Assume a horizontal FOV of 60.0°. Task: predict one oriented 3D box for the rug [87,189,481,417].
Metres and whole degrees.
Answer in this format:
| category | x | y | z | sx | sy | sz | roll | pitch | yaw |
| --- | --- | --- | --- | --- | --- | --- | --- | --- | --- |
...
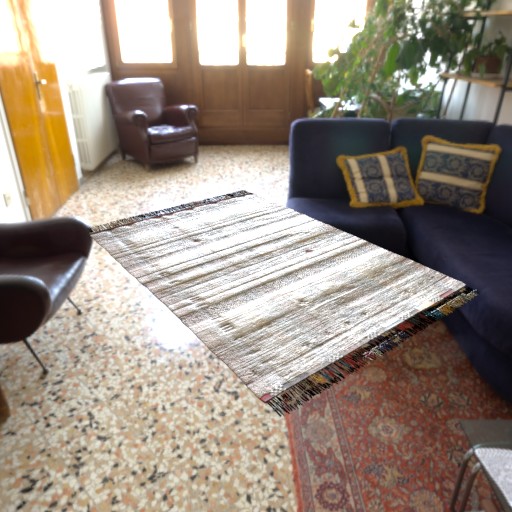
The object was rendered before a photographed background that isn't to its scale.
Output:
| category | x | y | z | sx | sy | sz | roll | pitch | yaw |
| --- | --- | --- | --- | --- | --- | --- | --- | --- | --- |
| rug | 0.000 | 0.000 | 2.333 | 1.217 | 0.012 | 1.848 | -19 | 33 | -33 |
